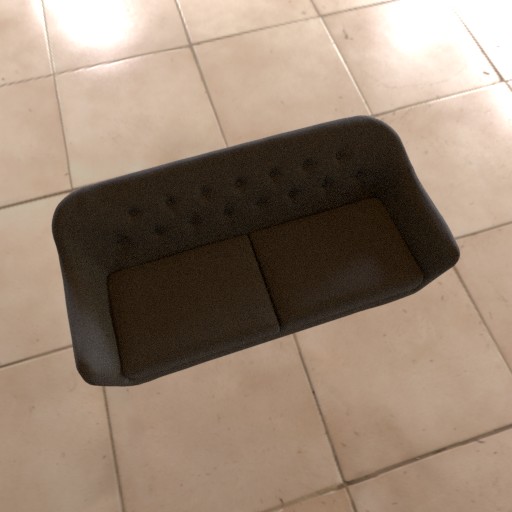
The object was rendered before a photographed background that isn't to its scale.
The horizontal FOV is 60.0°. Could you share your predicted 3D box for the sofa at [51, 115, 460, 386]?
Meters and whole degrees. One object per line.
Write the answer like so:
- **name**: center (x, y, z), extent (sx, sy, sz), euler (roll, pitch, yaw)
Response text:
- **sofa**: center (0.000, 0.000, 2.273), extent (1.840, 0.820, 0.820), euler (-17, 66, -7)
